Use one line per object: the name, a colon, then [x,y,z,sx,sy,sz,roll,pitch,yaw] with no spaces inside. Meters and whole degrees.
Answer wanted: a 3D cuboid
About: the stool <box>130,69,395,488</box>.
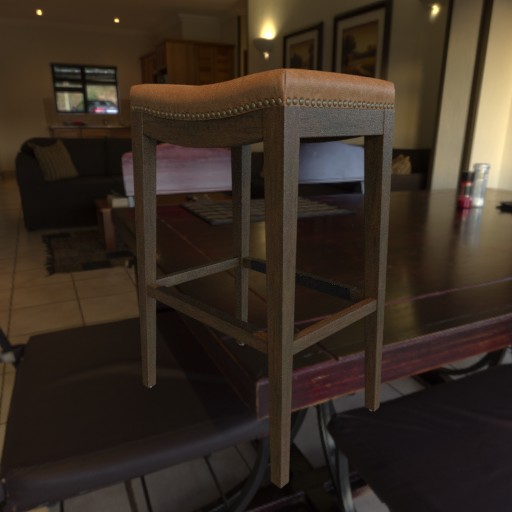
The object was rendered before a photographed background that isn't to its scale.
stool: [0.000,0.000,1.033,0.361,0.759,0.500,-16,23,-42]
